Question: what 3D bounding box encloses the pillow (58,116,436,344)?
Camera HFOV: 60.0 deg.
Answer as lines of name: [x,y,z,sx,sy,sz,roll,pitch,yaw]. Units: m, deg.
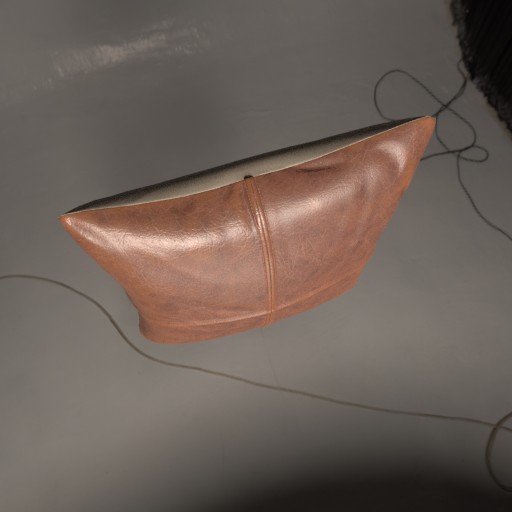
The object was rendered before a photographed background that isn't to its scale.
pillow: [0.000,0.000,0.725,0.484,0.470,0.192,-16,65,-8]
